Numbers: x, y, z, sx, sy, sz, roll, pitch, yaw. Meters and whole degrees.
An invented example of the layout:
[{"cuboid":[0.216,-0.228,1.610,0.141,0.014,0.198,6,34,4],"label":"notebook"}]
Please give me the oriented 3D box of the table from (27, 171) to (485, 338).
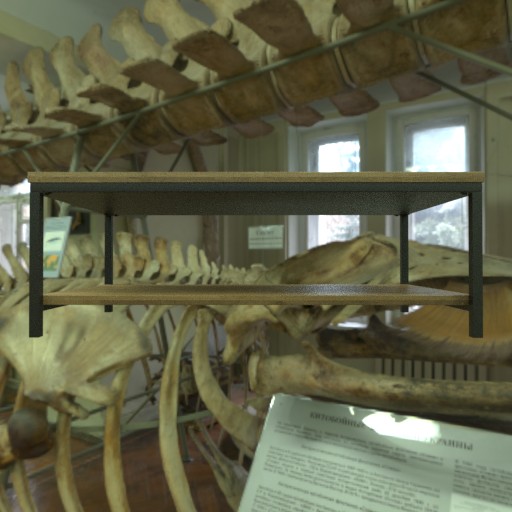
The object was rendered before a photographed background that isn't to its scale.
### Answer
[{"cuboid":[0.000,0.000,1.339,1.100,0.399,0.551,0,-1,0],"label":"table"}]
